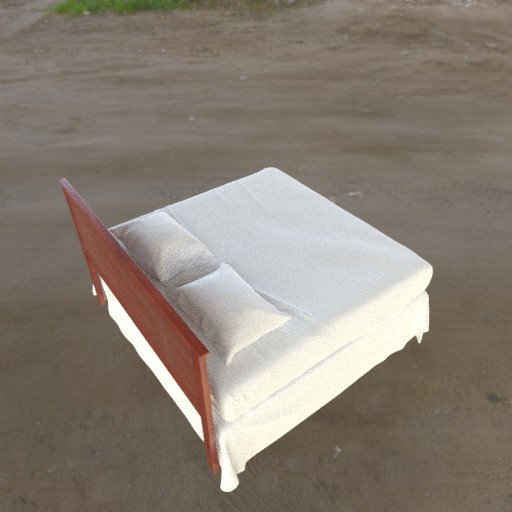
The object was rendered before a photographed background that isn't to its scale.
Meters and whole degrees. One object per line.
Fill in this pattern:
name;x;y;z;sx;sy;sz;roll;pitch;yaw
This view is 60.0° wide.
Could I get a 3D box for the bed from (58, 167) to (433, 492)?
bed;0.000;0.000;3.587;2.219;1.271;2.314;-26;46;-27
